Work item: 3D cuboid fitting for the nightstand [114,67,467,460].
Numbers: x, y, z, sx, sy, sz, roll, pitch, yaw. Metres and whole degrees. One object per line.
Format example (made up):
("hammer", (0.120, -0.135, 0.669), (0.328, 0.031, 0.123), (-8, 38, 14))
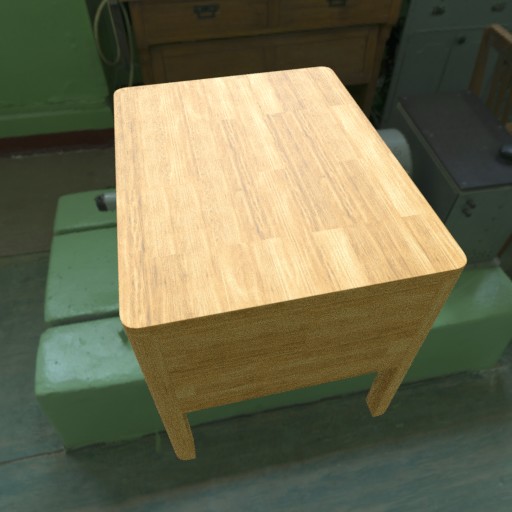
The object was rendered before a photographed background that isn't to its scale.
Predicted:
("nightstand", (0.000, 0.000, 0.887), (0.440, 0.470, 0.560), (-10, 49, -8))
